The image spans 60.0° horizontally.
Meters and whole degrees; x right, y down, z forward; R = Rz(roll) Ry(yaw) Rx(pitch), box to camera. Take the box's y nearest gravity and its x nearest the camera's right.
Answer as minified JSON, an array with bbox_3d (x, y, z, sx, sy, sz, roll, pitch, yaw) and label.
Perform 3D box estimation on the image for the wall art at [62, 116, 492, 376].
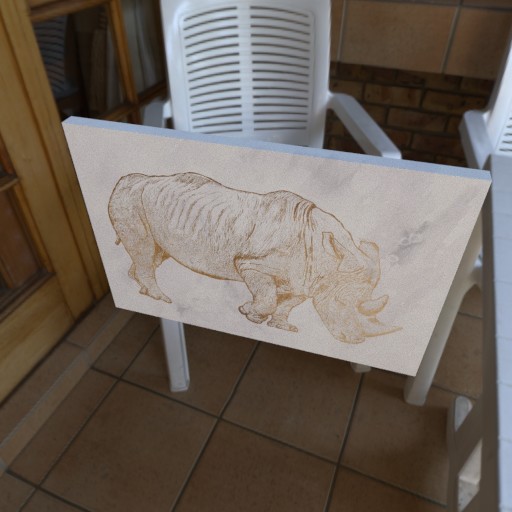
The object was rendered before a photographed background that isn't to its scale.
[{"bbox_3d":[0.000,0.000,1.124,0.915,0.610,0.038,11,41,12],"label":"wall art"}]
